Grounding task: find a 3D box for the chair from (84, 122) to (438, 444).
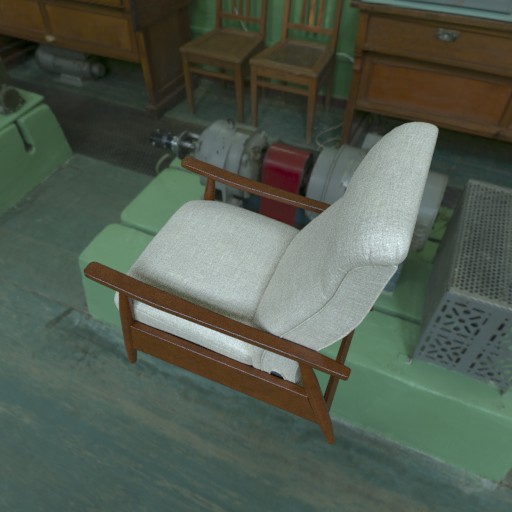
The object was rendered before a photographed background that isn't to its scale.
[{"bbox_3d":[0.000,0.000,1.724,1.014,1.082,0.762,17,50,15],"label":"chair"}]
